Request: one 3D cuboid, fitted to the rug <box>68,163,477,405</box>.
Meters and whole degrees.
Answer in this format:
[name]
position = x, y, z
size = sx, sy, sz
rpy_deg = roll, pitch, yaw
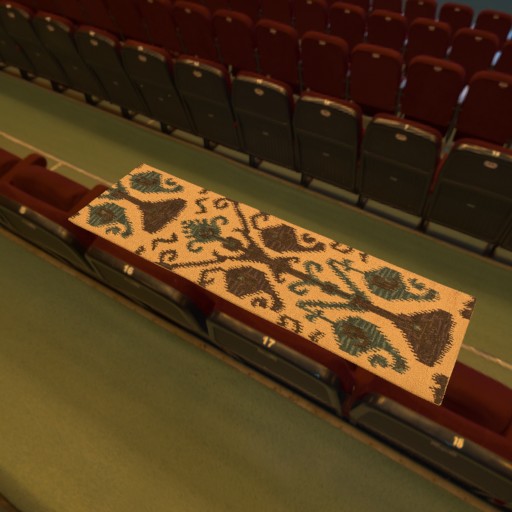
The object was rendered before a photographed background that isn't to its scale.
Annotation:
[rug]
position = 0.000, 0.000, 2.531
size = 2.301, 0.017, 0.692
rpy_deg = 24, 52, 21
